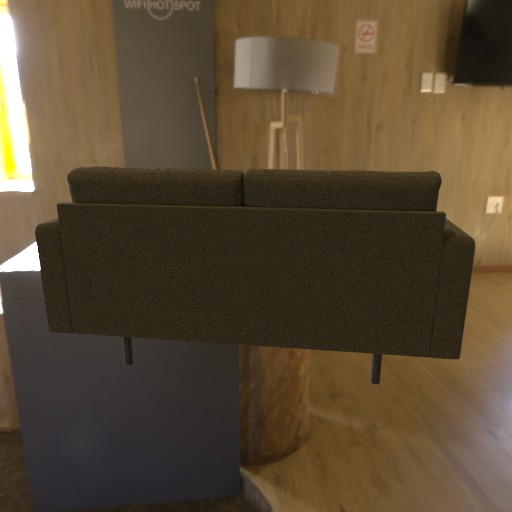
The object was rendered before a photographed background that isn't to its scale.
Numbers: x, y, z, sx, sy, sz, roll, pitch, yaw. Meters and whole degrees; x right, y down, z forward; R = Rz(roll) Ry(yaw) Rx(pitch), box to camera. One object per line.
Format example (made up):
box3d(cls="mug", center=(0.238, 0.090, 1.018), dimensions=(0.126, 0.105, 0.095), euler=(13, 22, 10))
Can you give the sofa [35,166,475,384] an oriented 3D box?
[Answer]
box3d(cls="sofa", center=(0.000, 0.000, 2.176), dimensions=(1.730, 0.897, 0.889), euler=(2, 16, 8))
